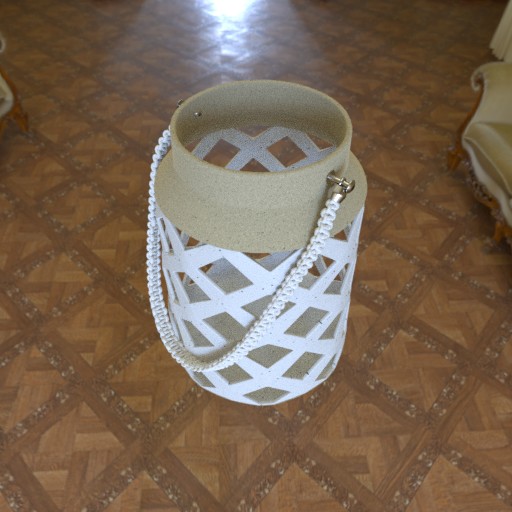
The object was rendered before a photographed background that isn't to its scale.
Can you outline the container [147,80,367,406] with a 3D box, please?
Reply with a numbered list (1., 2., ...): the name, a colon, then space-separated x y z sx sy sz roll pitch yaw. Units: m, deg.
1. container: 0.000 0.000 0.345 0.163 0.229 0.172 32 55 27
